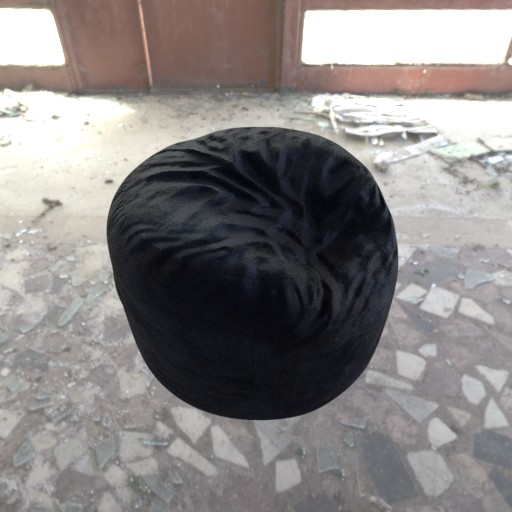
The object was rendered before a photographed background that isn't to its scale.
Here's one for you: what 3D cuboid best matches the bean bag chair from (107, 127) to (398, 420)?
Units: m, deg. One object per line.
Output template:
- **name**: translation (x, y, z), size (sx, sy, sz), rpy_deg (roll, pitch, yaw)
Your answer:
- **bean bag chair**: translation (0.000, 0.000, 1.485), size (0.918, 0.616, 0.918), rpy_deg (0, 41, 0)
